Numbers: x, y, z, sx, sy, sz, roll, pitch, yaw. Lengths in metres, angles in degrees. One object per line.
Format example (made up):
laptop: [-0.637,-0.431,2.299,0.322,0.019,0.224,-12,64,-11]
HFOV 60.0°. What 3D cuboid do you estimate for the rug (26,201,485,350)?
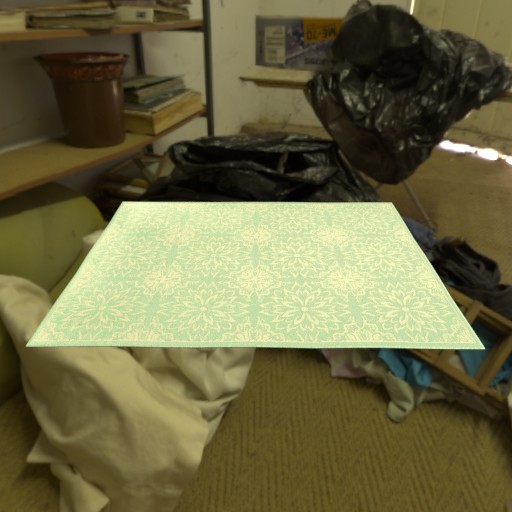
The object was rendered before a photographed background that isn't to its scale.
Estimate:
rug: [0.000,0.000,3.888,2.980,0.012,2.363,0,30,0]
